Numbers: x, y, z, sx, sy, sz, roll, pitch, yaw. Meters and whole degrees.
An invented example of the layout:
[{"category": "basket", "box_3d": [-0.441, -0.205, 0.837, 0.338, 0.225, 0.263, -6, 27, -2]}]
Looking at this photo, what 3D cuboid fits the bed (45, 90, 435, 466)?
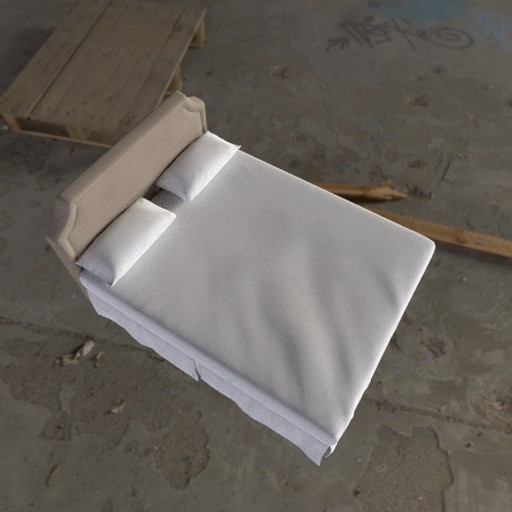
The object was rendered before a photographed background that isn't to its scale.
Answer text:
[{"category": "bed", "box_3d": [0.000, 0.000, 3.597, 2.498, 1.293, 1.977, 28, 62, 17]}]
